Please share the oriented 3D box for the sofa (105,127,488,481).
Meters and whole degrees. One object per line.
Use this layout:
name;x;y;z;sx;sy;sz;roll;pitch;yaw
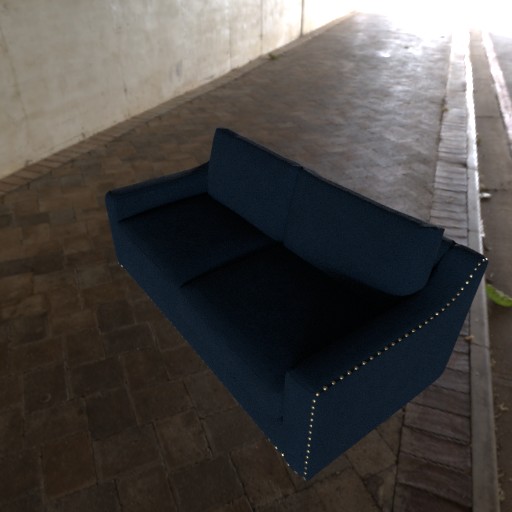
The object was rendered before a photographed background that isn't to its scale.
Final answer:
sofa;0.000;0.000;2.633;1.104;0.983;2.107;-22;40;-30
